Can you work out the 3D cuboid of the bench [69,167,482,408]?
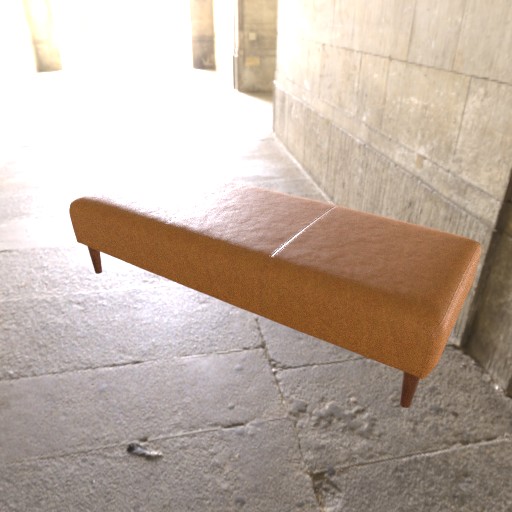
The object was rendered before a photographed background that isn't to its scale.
[{"bbox_3d":[0.000,0.000,1.869,1.610,0.399,0.653,18,34,29],"label":"bench"}]
